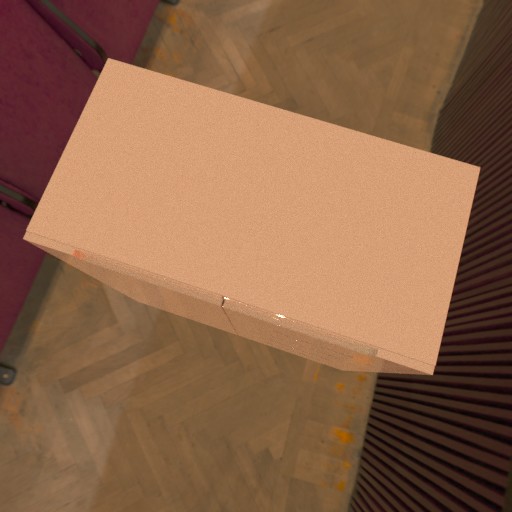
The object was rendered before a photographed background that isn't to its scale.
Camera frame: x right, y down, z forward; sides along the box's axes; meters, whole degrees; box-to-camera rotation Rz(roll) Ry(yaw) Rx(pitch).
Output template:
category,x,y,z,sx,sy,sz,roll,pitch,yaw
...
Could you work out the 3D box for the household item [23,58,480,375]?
category,x,y,z,sx,sy,sz,roll,pitch,yaw
household item,0.000,0.000,1.284,0.800,0.870,0.420,18,77,4
